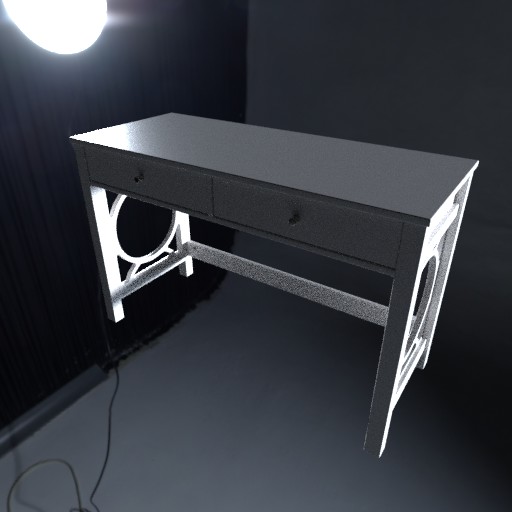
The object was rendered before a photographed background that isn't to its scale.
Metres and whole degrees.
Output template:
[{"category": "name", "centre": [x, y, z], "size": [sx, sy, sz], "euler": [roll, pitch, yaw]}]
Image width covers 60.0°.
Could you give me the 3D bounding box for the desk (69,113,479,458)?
[{"category": "desk", "centre": [0.000, 0.000, 1.555], "size": [1.191, 0.762, 0.504], "euler": [18, 34, 29]}]
